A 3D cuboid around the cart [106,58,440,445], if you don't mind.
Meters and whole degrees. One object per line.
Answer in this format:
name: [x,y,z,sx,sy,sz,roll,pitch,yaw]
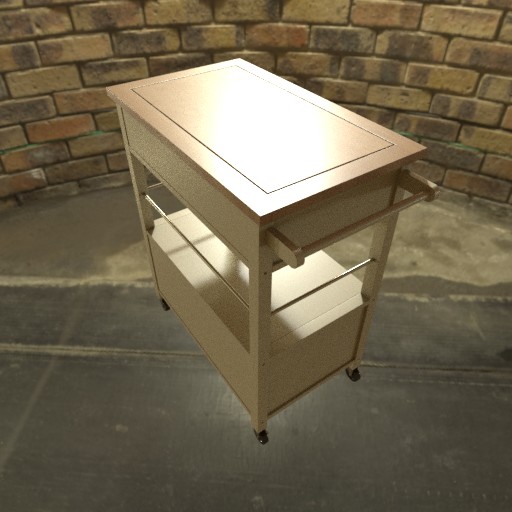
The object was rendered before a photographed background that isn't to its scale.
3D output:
cart: [0.000,0.000,1.396,0.459,0.901,0.840,-24,47,-26]
